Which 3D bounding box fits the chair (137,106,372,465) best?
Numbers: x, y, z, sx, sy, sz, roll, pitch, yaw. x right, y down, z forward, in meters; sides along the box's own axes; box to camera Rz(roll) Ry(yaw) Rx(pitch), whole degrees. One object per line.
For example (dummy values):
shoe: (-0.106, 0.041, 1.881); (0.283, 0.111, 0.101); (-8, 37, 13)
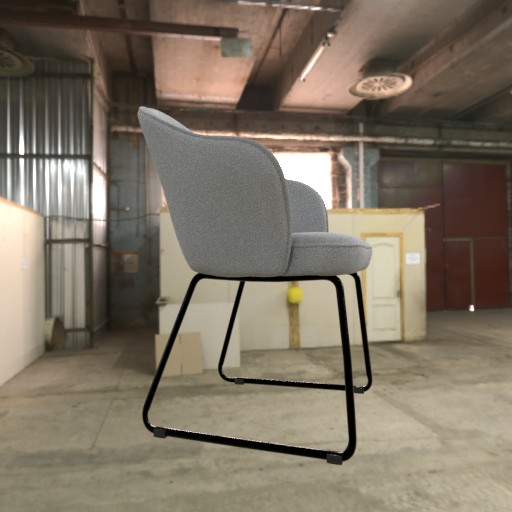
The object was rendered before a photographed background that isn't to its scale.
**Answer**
chair: (0.000, 0.000, 1.183); (0.592, 0.817, 0.570); (0, 0, 18)
